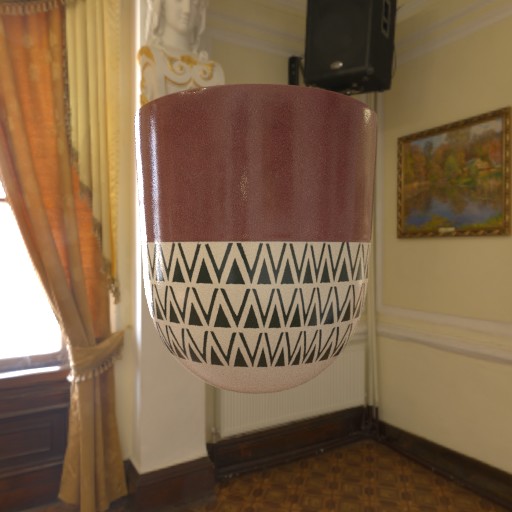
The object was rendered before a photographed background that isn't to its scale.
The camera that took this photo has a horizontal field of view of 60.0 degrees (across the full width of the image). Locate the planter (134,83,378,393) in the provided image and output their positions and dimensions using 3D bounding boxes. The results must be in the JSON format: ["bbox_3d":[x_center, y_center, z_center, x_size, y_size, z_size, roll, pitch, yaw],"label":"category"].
[{"bbox_3d":[0.000,0.000,0.369,0.195,0.214,0.195,0,1,0],"label":"planter"}]
